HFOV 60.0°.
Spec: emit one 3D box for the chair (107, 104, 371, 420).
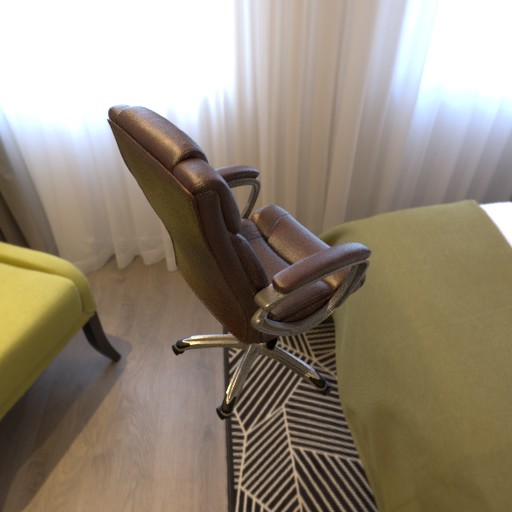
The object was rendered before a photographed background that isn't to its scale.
[{"bbox_3d":[0.000,0.000,1.553,0.692,1.128,0.656,-25,46,-26],"label":"chair"}]
